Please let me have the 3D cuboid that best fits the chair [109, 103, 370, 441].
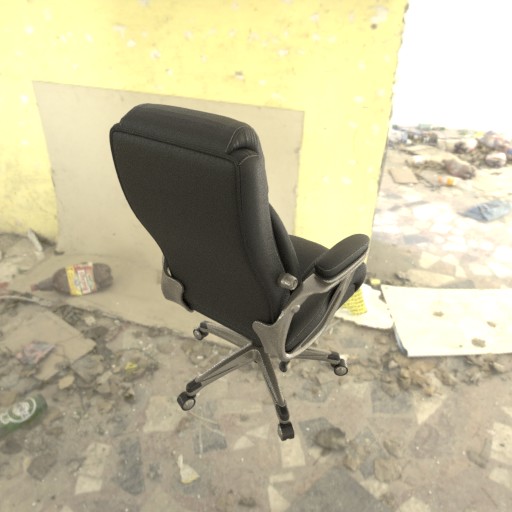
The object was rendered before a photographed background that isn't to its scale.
[{"bbox_3d":[0.000,0.000,1.653,0.741,1.167,0.784,22,37,32],"label":"chair"}]
